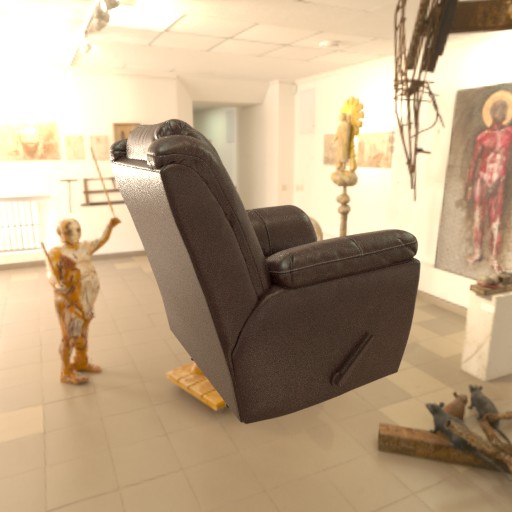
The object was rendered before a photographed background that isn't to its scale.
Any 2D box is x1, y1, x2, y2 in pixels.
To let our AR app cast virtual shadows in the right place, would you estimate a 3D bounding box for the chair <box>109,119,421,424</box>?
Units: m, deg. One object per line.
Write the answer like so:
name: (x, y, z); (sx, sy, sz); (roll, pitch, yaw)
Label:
chair: (0.000, 0.000, 1.917); (1.041, 1.093, 0.990); (-7, 15, -25)
